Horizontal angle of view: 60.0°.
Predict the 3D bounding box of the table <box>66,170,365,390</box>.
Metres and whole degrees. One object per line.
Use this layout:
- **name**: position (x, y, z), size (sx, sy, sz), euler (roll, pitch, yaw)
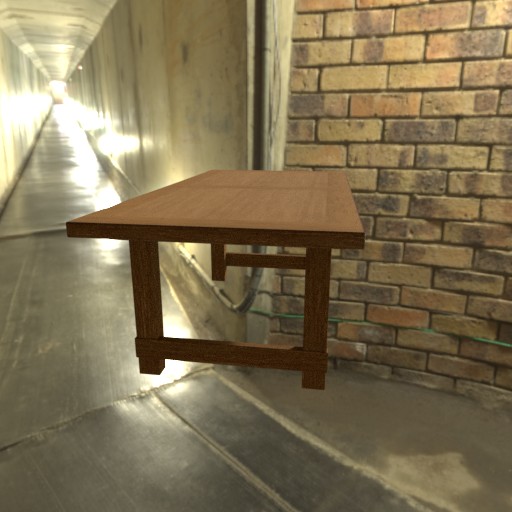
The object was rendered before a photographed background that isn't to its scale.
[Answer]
- **table**: position (0.000, 0.000, 2.479), size (1.000, 0.762, 1.982), euler (3, 16, 9)
